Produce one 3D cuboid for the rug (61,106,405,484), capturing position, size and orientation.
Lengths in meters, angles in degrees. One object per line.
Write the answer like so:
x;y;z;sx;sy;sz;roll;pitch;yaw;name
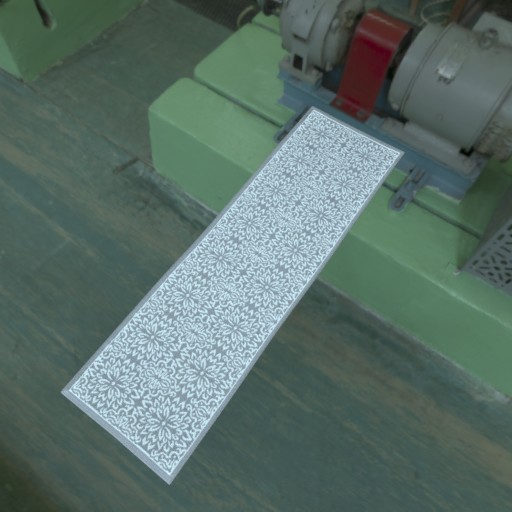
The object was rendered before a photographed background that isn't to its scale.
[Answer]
0.000;0.000;2.367;0.662;0.011;2.196;32;67;15;rug
